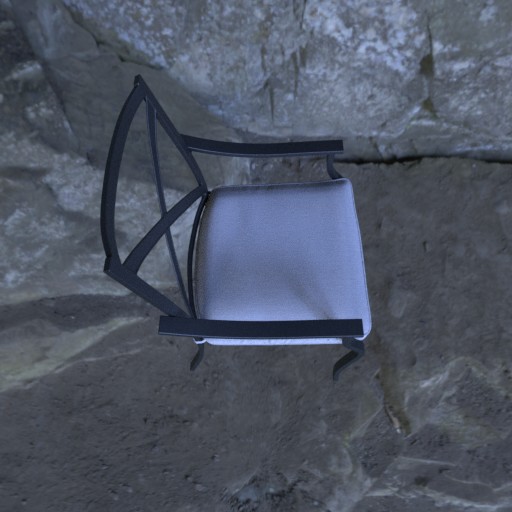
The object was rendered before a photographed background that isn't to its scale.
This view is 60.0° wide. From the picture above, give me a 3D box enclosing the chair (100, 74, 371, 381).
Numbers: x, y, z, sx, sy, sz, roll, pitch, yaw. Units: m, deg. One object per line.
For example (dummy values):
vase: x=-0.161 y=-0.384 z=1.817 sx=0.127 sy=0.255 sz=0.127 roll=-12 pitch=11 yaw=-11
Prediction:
chair: x=0.000 y=0.000 z=1.298 sx=0.620 sy=0.889 sz=0.575 roll=0 pitch=64 yaw=0
